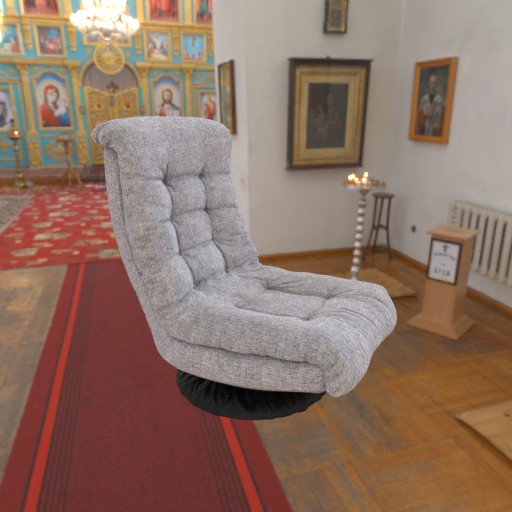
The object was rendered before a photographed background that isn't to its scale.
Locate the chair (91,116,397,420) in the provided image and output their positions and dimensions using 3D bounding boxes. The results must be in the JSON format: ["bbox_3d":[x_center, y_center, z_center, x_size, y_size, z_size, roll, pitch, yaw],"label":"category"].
[{"bbox_3d":[0.000,0.000,0.991,0.583,0.600,0.400,9,18,27],"label":"chair"}]
